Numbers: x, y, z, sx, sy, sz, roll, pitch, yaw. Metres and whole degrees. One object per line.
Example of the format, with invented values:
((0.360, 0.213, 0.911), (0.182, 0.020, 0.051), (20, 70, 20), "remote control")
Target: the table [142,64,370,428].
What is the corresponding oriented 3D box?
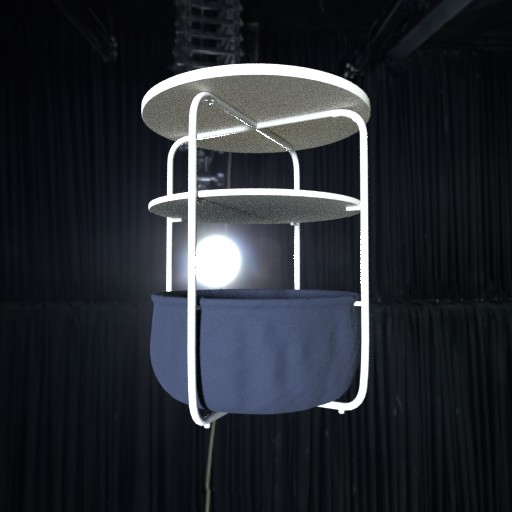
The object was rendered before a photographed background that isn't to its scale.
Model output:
((0.000, 0.000, 0.829), (0.418, 0.532, 0.418), (1, -2, -17), "table")
